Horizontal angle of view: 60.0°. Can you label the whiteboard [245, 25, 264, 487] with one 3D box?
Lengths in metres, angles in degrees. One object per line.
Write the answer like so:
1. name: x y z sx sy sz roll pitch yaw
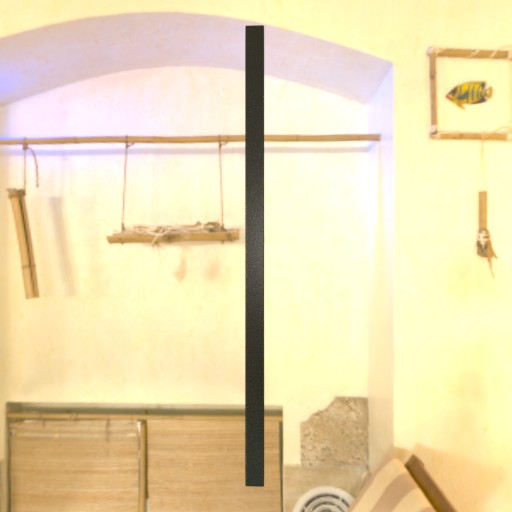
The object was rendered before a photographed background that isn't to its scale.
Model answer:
1. whiteboard: 0.000 0.000 0.789 0.026 0.611 0.406 0 0 0
